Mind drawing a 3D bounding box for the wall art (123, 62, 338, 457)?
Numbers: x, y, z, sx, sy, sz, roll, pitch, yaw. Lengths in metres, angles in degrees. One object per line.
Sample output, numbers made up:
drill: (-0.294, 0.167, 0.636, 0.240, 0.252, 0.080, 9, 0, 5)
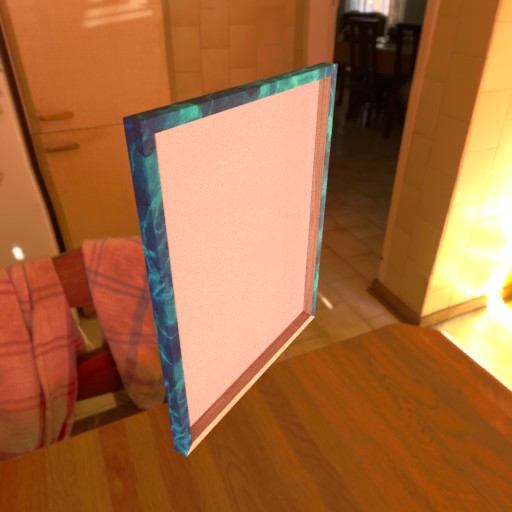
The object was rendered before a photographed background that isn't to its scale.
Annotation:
wall art: (0.000, 0.000, 1.032, 0.038, 0.760, 0.609, 20, 37, 29)
